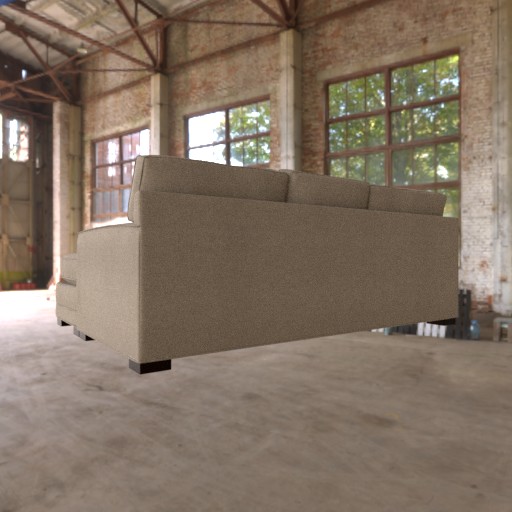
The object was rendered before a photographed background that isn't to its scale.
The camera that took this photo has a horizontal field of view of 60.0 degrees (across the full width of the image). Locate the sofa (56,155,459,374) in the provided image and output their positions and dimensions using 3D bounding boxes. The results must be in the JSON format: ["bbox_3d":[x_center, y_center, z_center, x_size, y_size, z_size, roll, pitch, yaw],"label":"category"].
[{"bbox_3d":[0.000,0.000,2.800,2.087,0.861,1.496,0,0,-35],"label":"sofa"}]
